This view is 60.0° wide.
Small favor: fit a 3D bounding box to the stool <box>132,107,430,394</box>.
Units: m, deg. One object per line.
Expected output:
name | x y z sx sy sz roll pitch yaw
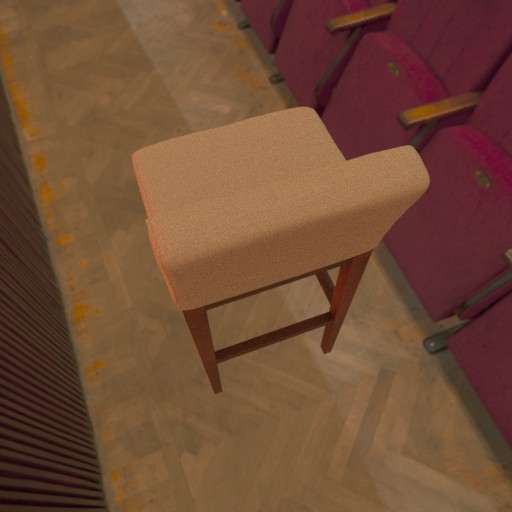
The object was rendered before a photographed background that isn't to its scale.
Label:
stool | 0.000 0.000 1.285 0.511 1.037 0.500 -17 61 -10
